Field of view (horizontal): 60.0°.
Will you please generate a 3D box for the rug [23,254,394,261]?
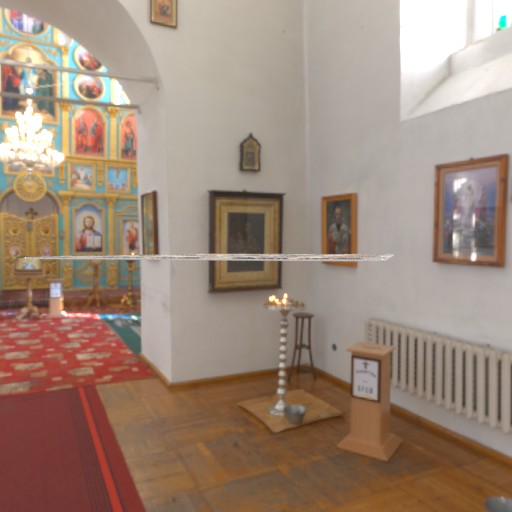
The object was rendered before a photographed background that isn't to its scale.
[{"bbox_3d":[0.000,0.000,4.136,2.423,0.014,3.040,0,1,18],"label":"rug"}]
